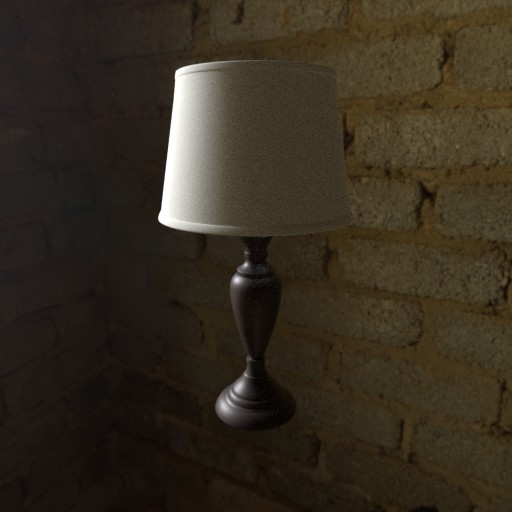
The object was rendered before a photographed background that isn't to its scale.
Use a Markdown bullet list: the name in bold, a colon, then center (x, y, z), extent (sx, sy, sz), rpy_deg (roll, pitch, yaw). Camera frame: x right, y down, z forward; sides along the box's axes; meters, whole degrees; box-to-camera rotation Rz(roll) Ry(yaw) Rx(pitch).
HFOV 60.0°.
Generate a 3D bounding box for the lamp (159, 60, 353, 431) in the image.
- **lamp**: center (0.000, 0.000, 0.797), extent (0.335, 0.611, 0.335), rpy_deg (0, 15, 0)
